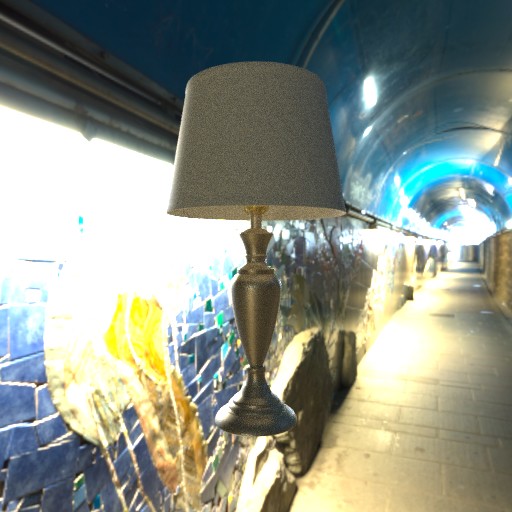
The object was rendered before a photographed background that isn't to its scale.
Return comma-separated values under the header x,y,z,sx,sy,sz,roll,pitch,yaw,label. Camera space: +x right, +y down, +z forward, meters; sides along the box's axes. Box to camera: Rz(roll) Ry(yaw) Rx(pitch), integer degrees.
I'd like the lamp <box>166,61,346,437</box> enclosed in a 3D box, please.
x,y,z,sx,sy,sz,roll,pitch,yaw,label
0.000,0.000,0.823,0.328,0.612,0.328,0,1,0,lamp
